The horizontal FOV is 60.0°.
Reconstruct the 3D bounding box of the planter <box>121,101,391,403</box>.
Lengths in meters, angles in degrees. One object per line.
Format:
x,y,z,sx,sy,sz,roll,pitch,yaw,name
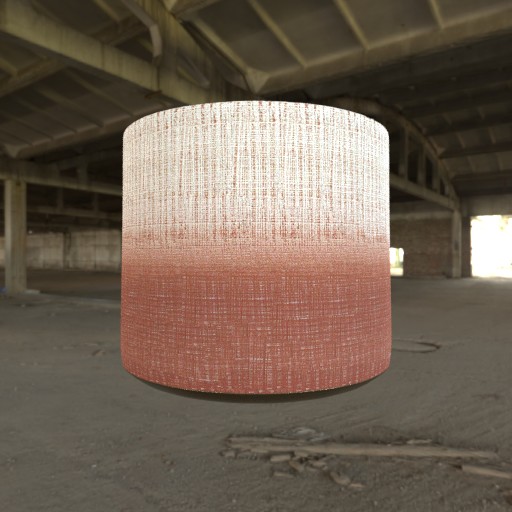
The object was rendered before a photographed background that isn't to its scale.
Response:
0.000,0.000,0.434,0.254,0.221,0.254,0,0,0,planter
